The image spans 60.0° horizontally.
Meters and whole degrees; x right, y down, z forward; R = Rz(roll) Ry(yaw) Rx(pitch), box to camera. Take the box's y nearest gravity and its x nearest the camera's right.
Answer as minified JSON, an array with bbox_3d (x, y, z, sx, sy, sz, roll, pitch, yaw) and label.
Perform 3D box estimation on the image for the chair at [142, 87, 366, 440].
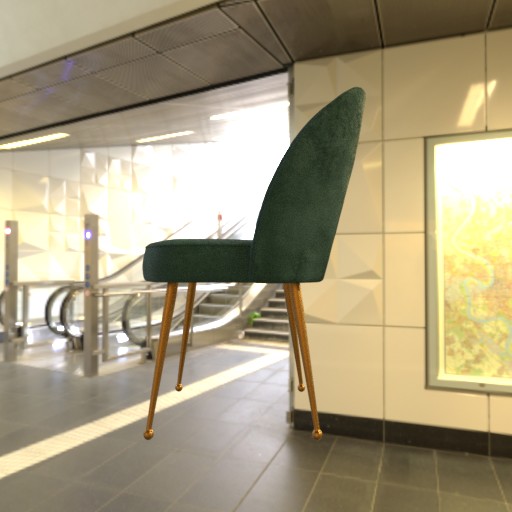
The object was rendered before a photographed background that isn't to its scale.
[{"bbox_3d":[0.000,0.000,1.230,0.577,0.860,0.527,0,-1,0],"label":"chair"}]
